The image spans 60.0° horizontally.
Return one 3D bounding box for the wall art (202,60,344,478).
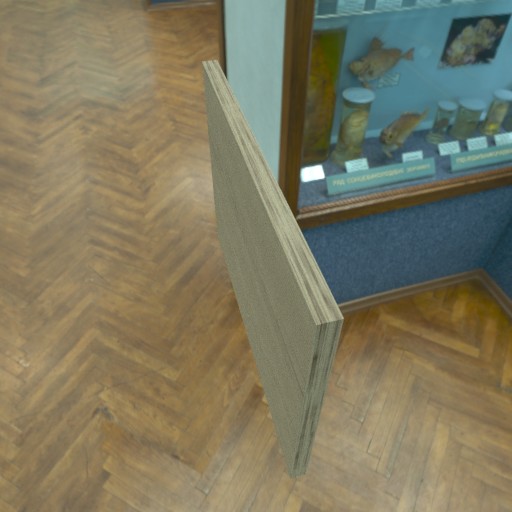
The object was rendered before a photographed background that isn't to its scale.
[{"bbox_3d":[0.000,0.000,1.082,0.063,0.609,0.841,-11,47,-10],"label":"wall art"}]
